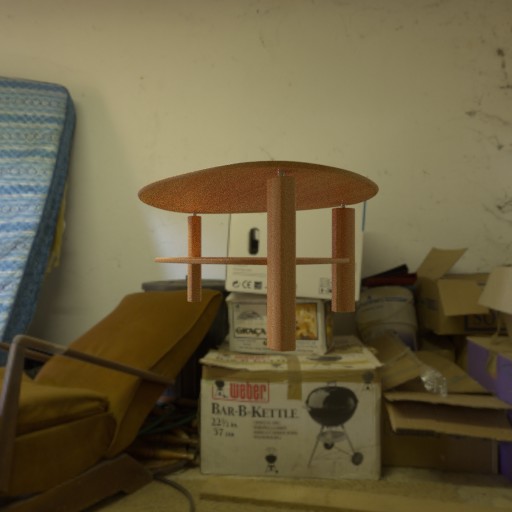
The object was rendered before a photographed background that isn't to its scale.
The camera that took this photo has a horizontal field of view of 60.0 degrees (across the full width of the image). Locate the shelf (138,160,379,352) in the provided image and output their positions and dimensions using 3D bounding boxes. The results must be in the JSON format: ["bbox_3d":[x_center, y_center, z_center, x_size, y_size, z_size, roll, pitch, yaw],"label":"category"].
[{"bbox_3d":[0.000,0.000,1.641,0.845,0.440,1.246,0,0,-19],"label":"shelf"}]
